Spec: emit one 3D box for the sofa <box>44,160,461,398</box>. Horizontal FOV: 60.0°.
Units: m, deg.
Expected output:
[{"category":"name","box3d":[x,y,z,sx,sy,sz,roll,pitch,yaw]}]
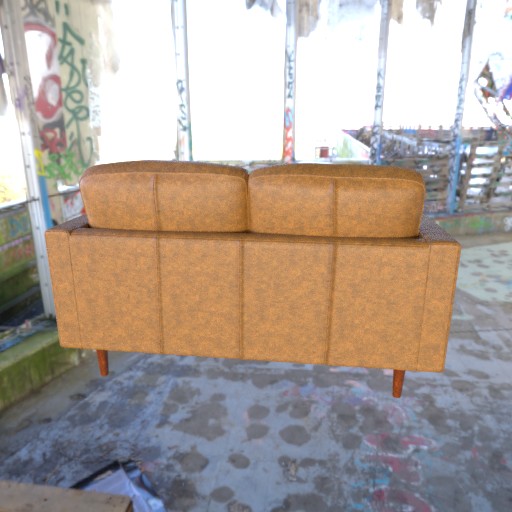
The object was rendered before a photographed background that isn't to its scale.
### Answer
[{"category":"sofa","box3d":[0.000,0.000,2.142,1.578,0.951,0.909,2,17,7]}]
